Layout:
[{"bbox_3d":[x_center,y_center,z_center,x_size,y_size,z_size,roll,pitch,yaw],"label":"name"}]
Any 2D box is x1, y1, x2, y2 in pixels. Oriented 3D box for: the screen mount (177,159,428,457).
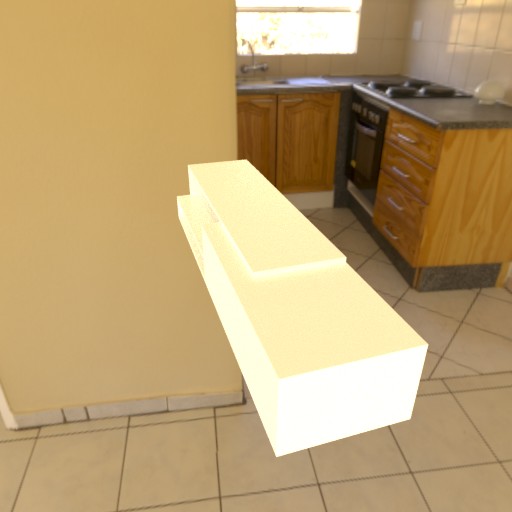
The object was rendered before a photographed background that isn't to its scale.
[{"bbox_3d":[0.000,0.000,1.882,0.420,0.320,1.680,-9,30,-15],"label":"screen mount"}]
